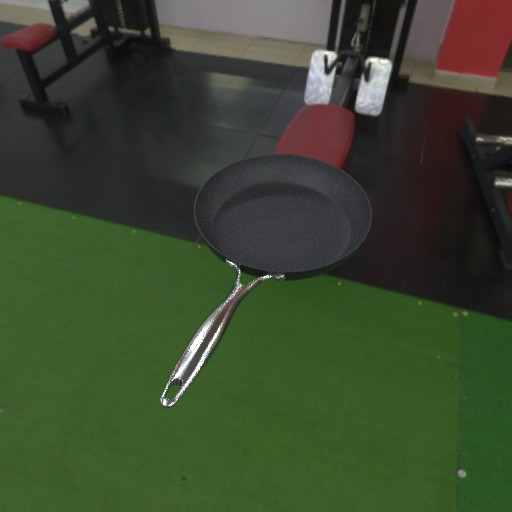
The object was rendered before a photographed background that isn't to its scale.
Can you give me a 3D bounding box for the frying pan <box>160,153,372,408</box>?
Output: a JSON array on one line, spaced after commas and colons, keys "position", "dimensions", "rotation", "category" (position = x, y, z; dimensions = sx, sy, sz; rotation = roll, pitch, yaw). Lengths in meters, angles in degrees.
[{"position": [0.000, 0.000, 0.571], "dimensions": [0.255, 0.105, 0.472], "rotation": [16, 49, 14], "category": "frying pan"}]
